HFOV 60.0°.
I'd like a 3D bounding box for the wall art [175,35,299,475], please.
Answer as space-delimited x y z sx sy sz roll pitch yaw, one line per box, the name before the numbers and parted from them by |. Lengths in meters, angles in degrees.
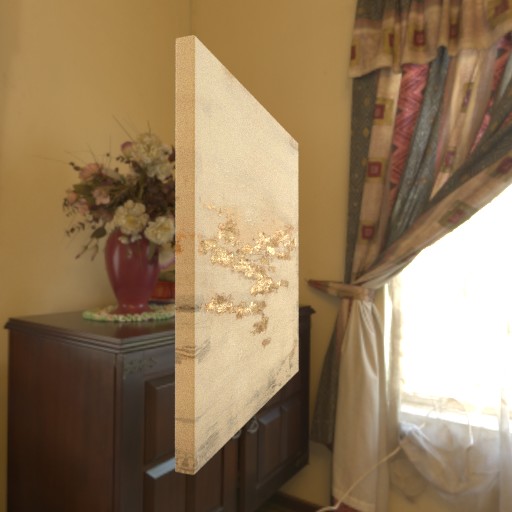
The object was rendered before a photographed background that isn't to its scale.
wall art | 0.000 0.000 1.121 0.038 0.755 0.753 0 -1 19
